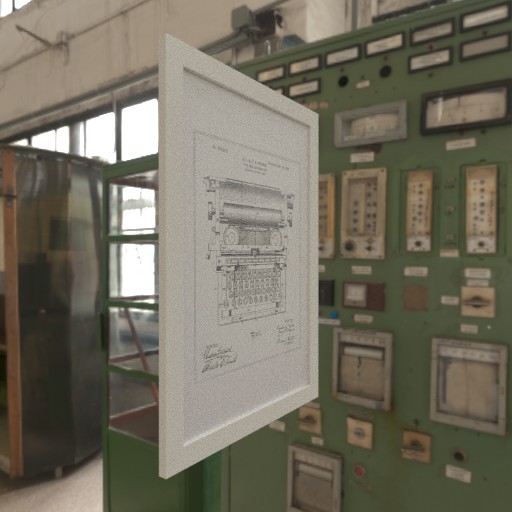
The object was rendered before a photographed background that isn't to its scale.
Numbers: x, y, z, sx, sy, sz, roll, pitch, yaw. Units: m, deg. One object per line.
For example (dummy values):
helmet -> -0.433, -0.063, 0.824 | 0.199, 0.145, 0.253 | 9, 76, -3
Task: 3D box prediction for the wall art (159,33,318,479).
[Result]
wall art -> 0.000, 0.000, 0.686 | 0.013, 0.533, 0.381 | 0, 0, 36
